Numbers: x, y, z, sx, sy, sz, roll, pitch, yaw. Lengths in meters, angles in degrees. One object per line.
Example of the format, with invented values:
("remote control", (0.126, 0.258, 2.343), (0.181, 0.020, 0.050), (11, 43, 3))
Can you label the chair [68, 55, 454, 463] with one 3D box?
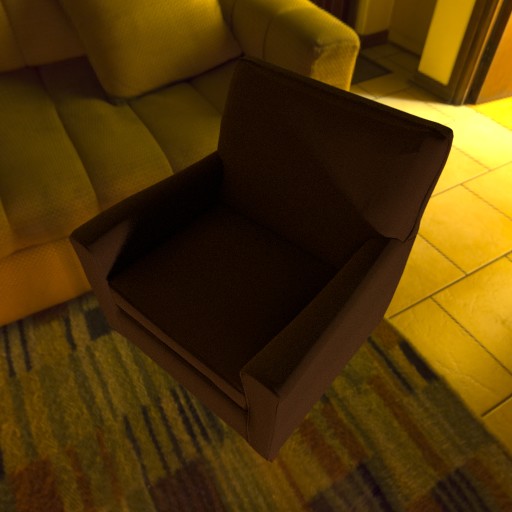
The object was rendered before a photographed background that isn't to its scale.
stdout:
("chair", (0.000, 0.000, 1.514), (0.836, 0.911, 0.831), (32, 55, 25))
